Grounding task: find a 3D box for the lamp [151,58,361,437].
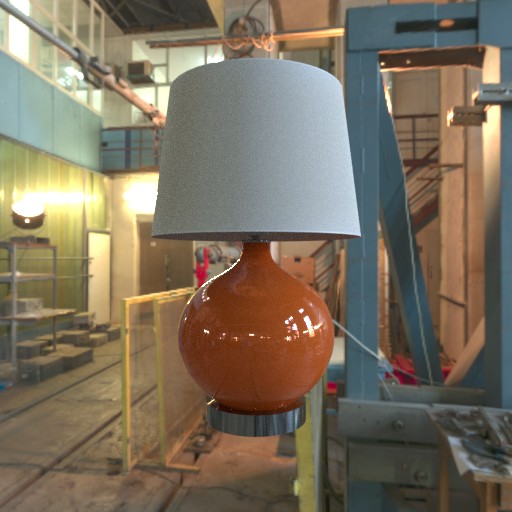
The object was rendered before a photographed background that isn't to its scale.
[{"bbox_3d":[0.000,0.000,0.534,0.247,0.387,0.247,0,0,0],"label":"lamp"}]
